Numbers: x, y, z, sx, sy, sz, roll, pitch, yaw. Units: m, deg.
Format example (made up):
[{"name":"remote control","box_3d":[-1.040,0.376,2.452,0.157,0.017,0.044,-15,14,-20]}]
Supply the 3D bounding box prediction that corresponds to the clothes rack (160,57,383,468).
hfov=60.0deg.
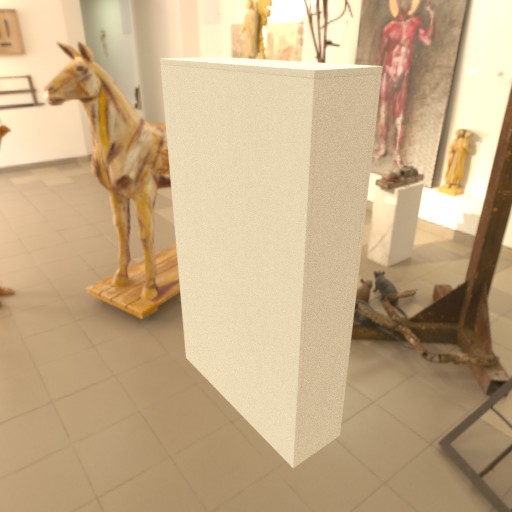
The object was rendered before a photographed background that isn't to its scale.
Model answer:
[{"name":"clothes rack","box_3d":[0.000,0.000,1.594,0.250,1.280,0.750,-19,32,-33]}]
